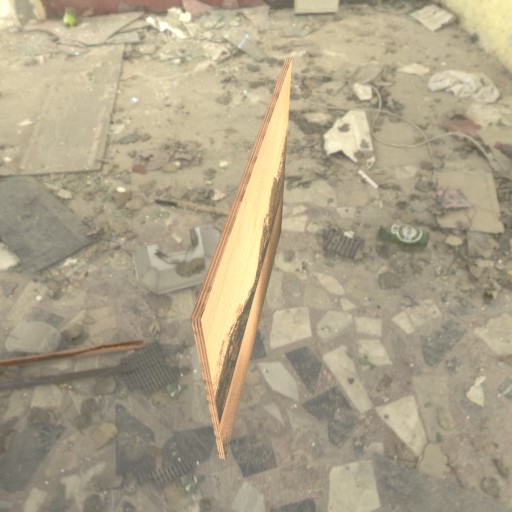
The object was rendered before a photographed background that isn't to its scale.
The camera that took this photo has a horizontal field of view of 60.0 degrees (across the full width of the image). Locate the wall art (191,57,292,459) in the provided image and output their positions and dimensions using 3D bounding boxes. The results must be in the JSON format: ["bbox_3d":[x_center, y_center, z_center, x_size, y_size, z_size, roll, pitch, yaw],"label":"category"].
[{"bbox_3d":[0.000,0.000,0.709,0.010,0.408,0.508,9,50,8],"label":"wall art"}]
